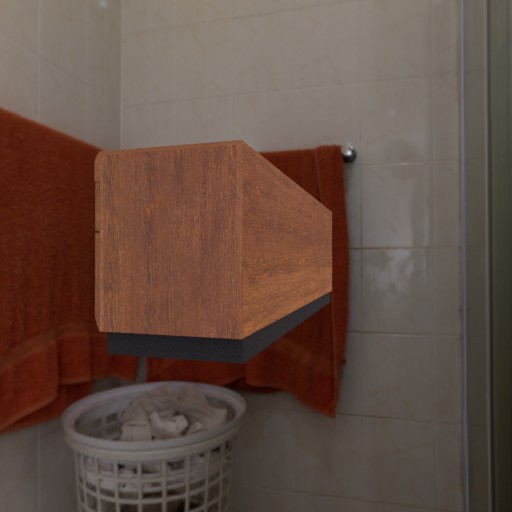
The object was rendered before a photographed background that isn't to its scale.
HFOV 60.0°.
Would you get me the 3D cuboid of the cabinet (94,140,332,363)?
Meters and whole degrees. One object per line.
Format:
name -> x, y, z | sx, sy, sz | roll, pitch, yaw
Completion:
cabinet -> 0.000, 0.000, 1.819 | 0.419, 0.510, 1.600 | 0, 0, 17
